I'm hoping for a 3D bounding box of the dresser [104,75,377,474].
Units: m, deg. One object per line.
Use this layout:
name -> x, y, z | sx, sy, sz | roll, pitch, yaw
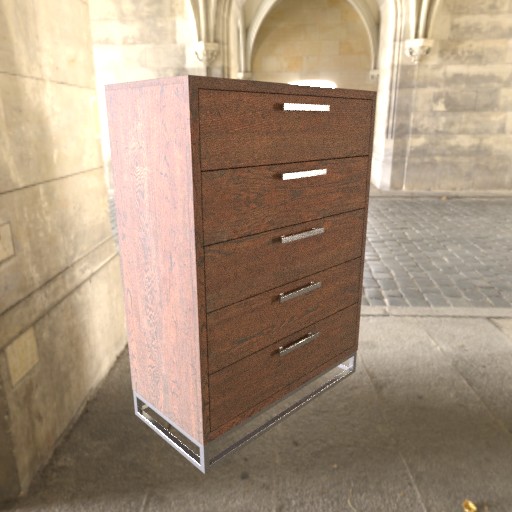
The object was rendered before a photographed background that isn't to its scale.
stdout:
dresser -> 0.000, 0.000, 1.861 | 0.965, 1.321, 0.508 | -16, 23, -42
